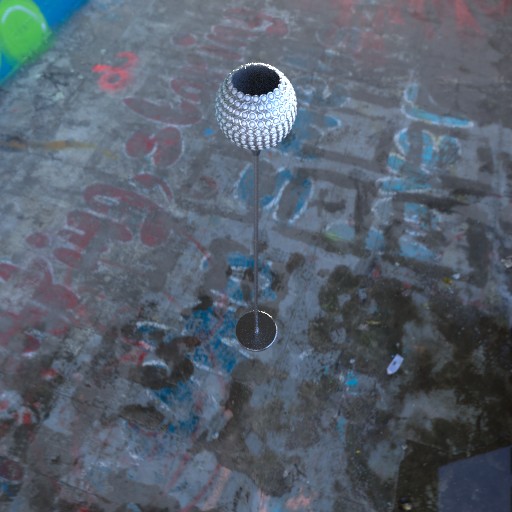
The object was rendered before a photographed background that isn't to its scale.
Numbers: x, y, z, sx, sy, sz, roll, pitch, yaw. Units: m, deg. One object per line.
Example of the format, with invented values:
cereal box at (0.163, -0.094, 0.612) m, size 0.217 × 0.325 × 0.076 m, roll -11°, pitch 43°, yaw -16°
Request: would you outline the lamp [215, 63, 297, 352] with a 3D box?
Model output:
lamp at (0.000, 0.000, 1.934) m, size 0.254 × 1.805 × 0.254 m, roll 0°, pitch 59°, yaw 0°
